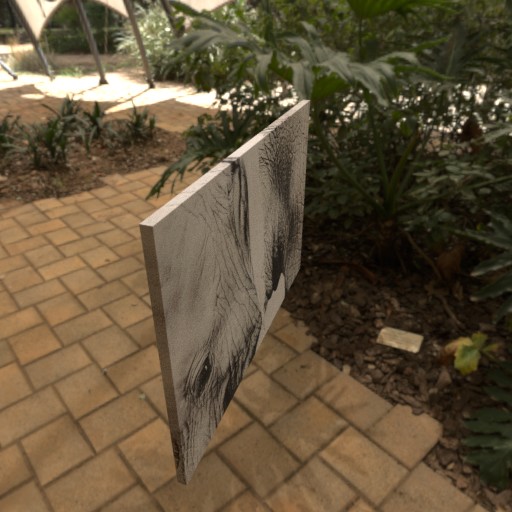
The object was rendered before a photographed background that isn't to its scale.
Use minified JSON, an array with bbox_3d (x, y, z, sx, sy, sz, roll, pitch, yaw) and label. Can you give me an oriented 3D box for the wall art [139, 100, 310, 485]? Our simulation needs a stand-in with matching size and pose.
[{"bbox_3d":[0.000,0.000,1.148,0.023,0.607,0.914,10,32,17],"label":"wall art"}]
